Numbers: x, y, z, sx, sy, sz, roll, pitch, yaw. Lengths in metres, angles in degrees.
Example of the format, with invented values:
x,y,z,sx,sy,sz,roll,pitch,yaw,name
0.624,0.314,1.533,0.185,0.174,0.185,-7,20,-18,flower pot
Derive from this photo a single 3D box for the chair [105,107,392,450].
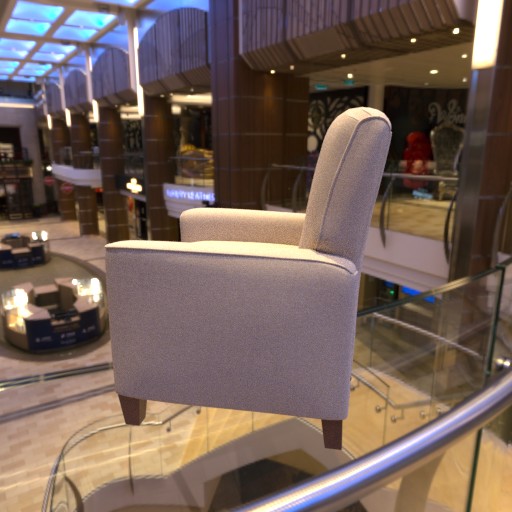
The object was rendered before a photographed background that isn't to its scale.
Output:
x,y,z,sx,sy,sz,roll,pitch,yaw,name
0.000,0.000,1.661,0.858,1.023,0.841,3,14,10,chair
